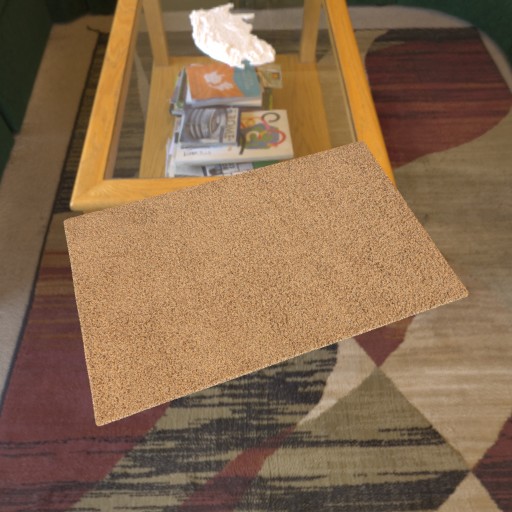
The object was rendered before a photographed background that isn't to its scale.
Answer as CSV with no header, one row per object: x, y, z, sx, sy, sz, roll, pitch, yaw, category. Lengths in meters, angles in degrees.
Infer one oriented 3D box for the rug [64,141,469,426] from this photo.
0.000,0.000,3.075,2.438,0.030,1.524,-17,59,-10,rug
